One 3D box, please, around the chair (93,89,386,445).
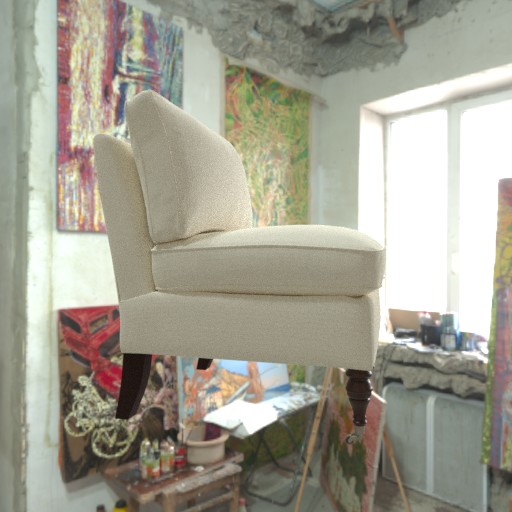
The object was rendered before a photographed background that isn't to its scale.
[{"bbox_3d":[0.000,0.000,1.393,0.781,0.887,0.630,0,0,17],"label":"chair"}]
